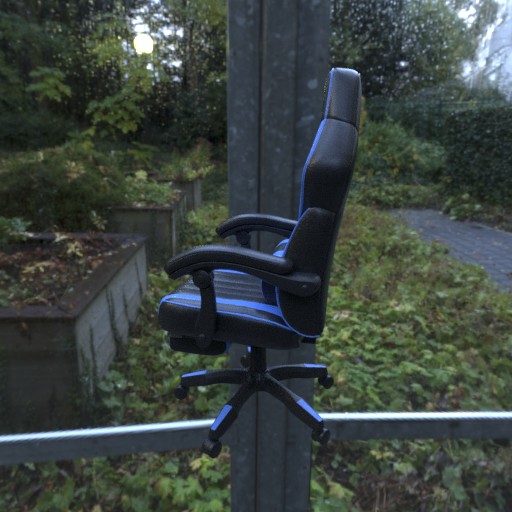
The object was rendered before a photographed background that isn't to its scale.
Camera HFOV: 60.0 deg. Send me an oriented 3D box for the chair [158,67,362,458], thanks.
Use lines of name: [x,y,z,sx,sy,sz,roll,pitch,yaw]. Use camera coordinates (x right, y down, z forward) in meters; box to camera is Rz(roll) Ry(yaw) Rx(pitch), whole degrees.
chair: [0.000,0.000,1.663,0.700,1.280,0.700,3,15,10]
